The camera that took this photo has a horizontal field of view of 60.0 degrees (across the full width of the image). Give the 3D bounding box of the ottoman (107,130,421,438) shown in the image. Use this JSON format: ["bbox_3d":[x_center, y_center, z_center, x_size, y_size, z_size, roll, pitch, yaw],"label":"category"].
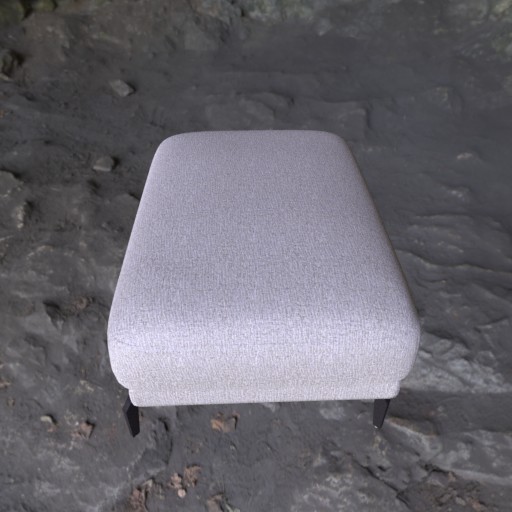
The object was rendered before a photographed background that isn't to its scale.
[{"bbox_3d":[0.000,0.000,1.089,0.568,0.420,0.772,-1,41,-2],"label":"ottoman"}]
